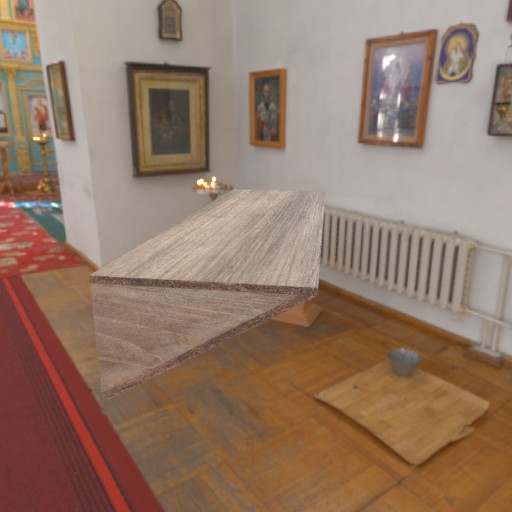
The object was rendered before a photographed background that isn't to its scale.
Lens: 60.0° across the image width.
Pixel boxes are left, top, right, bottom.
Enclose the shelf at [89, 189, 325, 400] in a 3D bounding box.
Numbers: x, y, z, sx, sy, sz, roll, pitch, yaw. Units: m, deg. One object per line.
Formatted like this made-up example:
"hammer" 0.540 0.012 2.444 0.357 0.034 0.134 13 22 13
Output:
"shelf" 0.000 0.000 0.681 0.200 0.125 0.610 2 16 9
